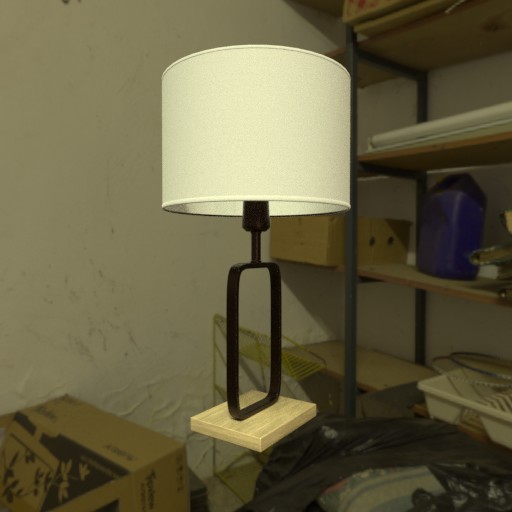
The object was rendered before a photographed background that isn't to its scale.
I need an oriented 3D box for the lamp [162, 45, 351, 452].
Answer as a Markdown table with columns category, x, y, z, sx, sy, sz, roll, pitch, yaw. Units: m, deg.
| category | x | y | z | sx | sy | sz | roll | pitch | yaw |
| --- | --- | --- | --- | --- | --- | --- | --- | --- | --- |
| lamp | 0.000 | 0.000 | 0.671 | 0.279 | 0.508 | 0.279 | 1 | 1 | 35 |
